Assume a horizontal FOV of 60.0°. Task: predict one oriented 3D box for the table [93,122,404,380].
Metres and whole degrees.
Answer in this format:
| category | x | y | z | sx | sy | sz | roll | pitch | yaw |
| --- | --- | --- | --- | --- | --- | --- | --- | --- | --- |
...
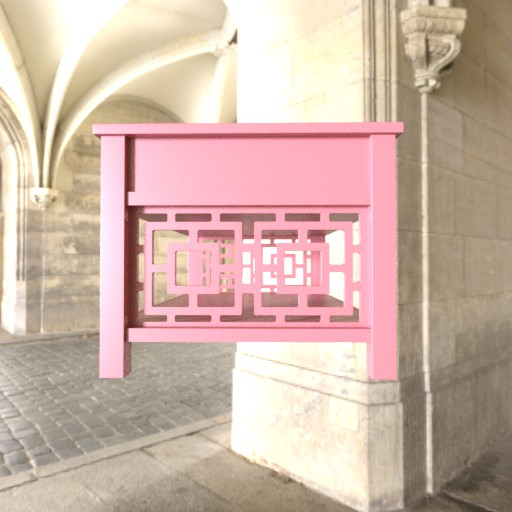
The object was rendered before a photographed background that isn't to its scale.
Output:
| category | x | y | z | sx | sy | sz | roll | pitch | yaw |
| --- | --- | --- | --- | --- | --- | --- | --- | --- | --- |
| table | 0.000 | 0.000 | 1.381 | 0.612 | 0.493 | 1.068 | 0 | -1 | 1 |
